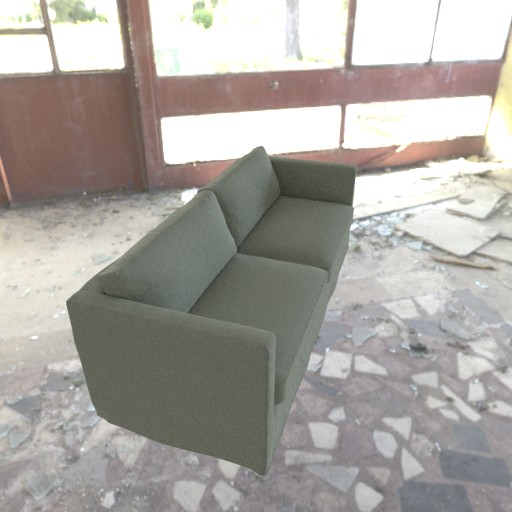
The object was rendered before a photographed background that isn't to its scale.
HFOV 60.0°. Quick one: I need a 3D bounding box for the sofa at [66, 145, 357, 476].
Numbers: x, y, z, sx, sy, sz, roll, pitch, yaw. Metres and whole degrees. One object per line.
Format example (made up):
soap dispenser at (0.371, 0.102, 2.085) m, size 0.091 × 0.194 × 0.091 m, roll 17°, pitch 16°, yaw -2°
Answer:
sofa at (0.000, 0.000, 2.831) m, size 0.962 × 0.853 × 2.312 m, roll 10°, pitch 31°, yaw 17°
